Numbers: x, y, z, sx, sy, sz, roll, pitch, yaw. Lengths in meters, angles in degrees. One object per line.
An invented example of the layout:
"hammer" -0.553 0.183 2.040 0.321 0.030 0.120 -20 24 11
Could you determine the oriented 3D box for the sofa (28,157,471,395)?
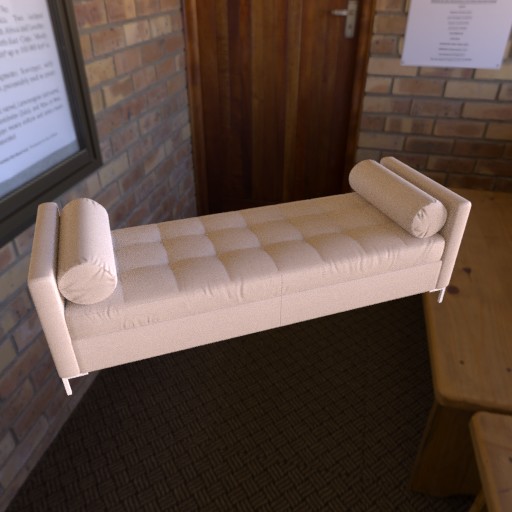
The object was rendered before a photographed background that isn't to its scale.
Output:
"sofa" 0.000 0.000 2.291 1.981 0.635 0.686 -11 34 -16
